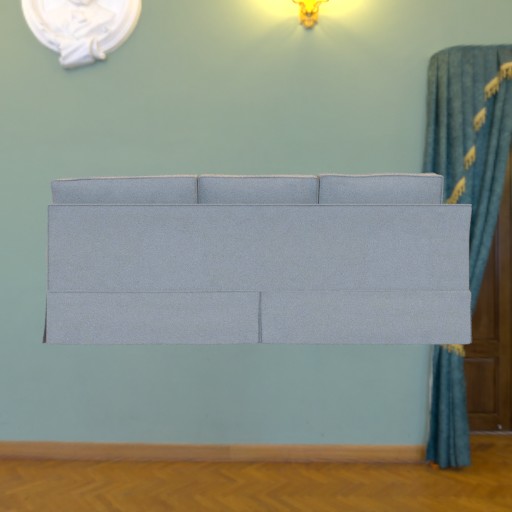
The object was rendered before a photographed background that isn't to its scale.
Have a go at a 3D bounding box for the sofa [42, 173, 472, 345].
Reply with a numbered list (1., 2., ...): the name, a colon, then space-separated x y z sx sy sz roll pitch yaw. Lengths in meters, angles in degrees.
1. sofa: 0.000 0.000 4.122 2.733 1.124 2.730 0 0 0
